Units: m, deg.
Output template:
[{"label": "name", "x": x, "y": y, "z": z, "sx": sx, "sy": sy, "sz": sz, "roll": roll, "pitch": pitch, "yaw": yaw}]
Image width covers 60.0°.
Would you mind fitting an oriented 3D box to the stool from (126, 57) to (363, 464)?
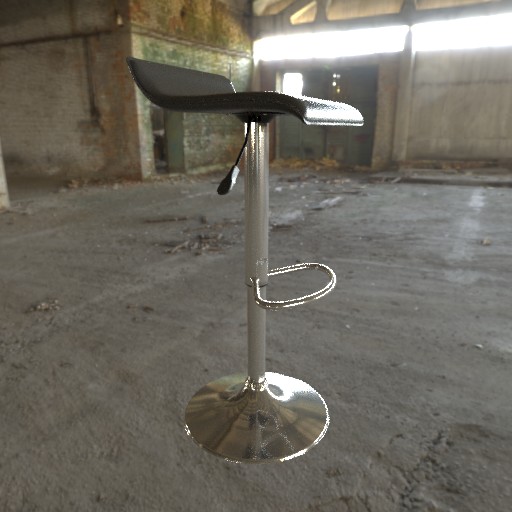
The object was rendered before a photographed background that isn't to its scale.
[{"label": "stool", "x": 0.000, "y": 0.000, "z": 1.050, "sx": 0.381, "sy": 0.851, "sz": 0.381, "roll": 8, "pitch": 18, "yaw": 26}]
